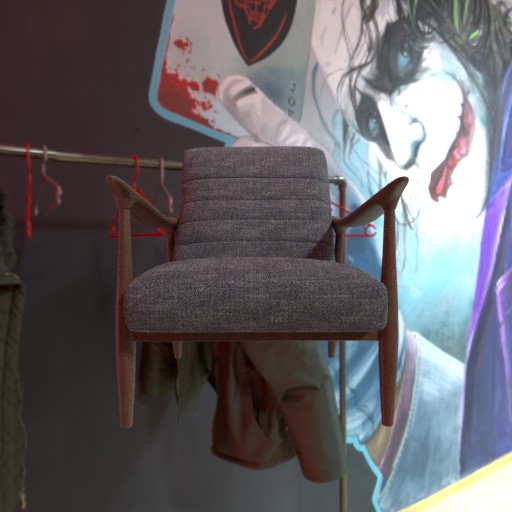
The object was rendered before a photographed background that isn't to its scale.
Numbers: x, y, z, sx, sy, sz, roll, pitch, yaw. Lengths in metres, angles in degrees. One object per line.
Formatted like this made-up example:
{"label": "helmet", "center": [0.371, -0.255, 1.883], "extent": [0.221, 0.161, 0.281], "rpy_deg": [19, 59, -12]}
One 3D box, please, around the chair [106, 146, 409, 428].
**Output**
{"label": "chair", "center": [0.000, 0.000, 1.395], "extent": [0.741, 0.832, 0.798], "rpy_deg": [0, 2, -1]}
